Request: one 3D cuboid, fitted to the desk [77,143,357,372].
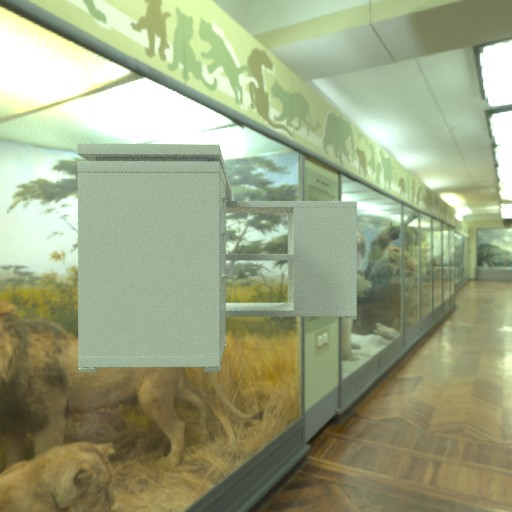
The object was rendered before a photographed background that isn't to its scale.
[{"bbox_3d":[0.000,0.000,2.227,1.200,0.753,1.524,0,1,-1],"label":"desk"}]
